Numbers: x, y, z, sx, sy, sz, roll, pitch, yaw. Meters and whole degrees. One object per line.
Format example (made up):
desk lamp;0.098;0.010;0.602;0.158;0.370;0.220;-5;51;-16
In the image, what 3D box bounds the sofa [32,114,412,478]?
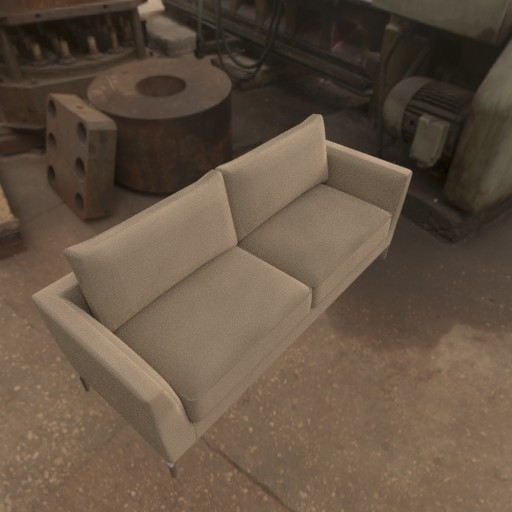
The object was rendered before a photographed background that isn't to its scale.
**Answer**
sofa;0.000;0.000;2.621;0.868;1.005;2.214;29;49;29
